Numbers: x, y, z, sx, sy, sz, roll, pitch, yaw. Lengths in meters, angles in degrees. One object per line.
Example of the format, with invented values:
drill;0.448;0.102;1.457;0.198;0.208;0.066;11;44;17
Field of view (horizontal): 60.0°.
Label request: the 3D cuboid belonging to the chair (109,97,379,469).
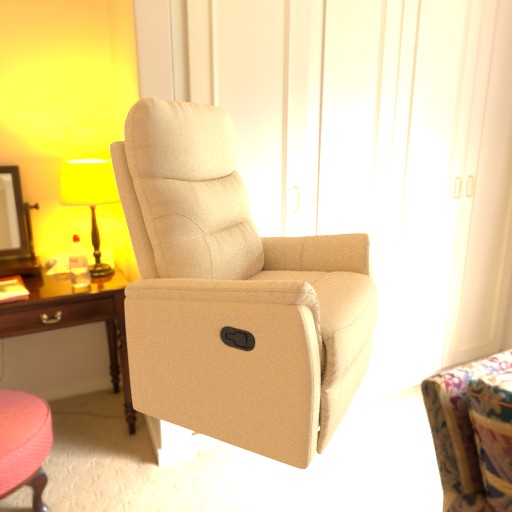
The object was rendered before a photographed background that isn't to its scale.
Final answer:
chair;0.000;0.000;1.620;0.831;1.082;0.775;8;17;26
